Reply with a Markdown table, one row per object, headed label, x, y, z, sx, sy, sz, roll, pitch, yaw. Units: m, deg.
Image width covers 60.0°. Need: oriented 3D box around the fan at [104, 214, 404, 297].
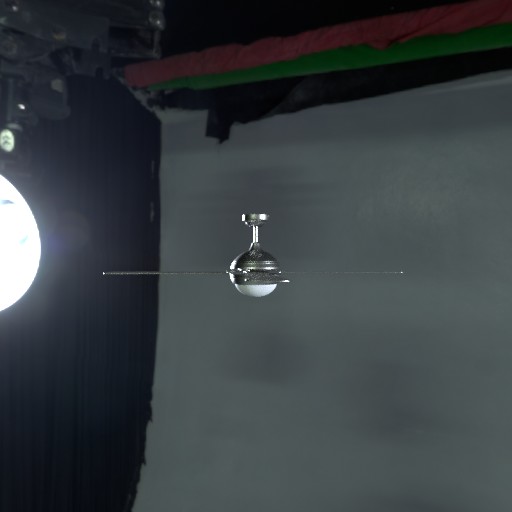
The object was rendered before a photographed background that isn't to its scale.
| label | x | y | z | sx | sy | sz | roll | pitch | yaw |
| --- | --- | --- | --- | --- | --- | --- | --- | --- | --- |
| fan | 0.000 | 0.000 | 2.076 | 1.321 | 0.381 | 1.321 | 0 | 0 | 17 |
